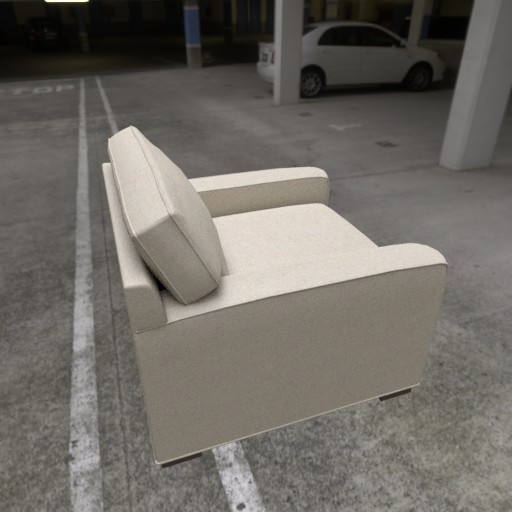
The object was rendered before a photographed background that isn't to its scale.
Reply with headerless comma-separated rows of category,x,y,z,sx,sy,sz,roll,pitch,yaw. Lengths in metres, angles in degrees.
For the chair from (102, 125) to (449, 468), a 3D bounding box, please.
chair,0.000,0.000,1.776,1.043,0.913,0.998,-10,32,-17
